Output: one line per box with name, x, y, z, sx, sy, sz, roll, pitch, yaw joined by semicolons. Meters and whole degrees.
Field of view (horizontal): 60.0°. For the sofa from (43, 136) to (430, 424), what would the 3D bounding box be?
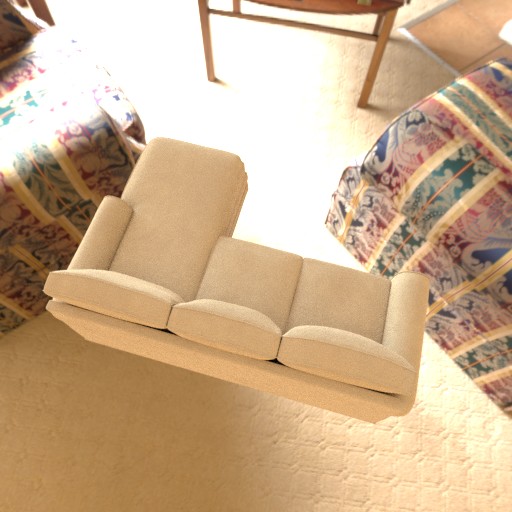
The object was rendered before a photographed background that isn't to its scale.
sofa;0.000;0.000;2.345;1.770;0.734;1.226;14;66;7
